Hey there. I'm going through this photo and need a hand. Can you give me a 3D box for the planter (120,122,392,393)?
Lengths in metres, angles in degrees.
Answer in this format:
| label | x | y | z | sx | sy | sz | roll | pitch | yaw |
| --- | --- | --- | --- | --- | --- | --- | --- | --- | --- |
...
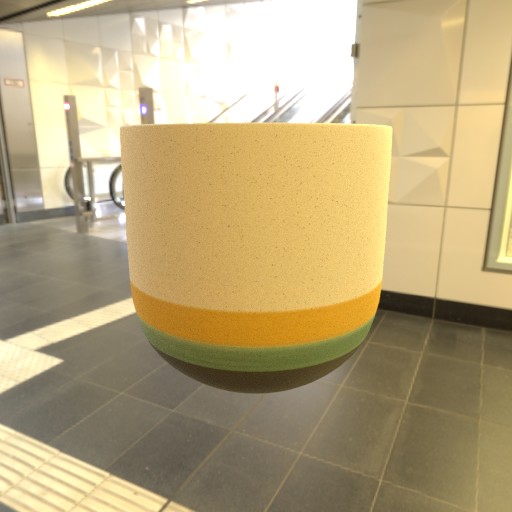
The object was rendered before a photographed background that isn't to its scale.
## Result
| label | x | y | z | sx | sy | sz | roll | pitch | yaw |
| --- | --- | --- | --- | --- | --- | --- | --- | --- | --- |
| planter | 0.000 | 0.000 | 0.485 | 0.268 | 0.270 | 0.268 | 0 | 15 | 0 |
